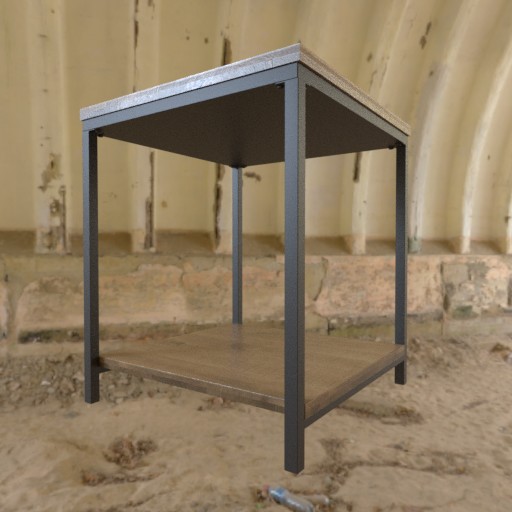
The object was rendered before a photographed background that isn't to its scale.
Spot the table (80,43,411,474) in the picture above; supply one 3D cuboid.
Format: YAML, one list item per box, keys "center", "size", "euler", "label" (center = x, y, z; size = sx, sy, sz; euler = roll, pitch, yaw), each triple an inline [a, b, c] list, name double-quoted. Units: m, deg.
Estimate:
- center: [0.000, 0.000, 0.954]
  size: [0.503, 0.589, 0.507]
  euler: [1, 2, 35]
  label: "table"
